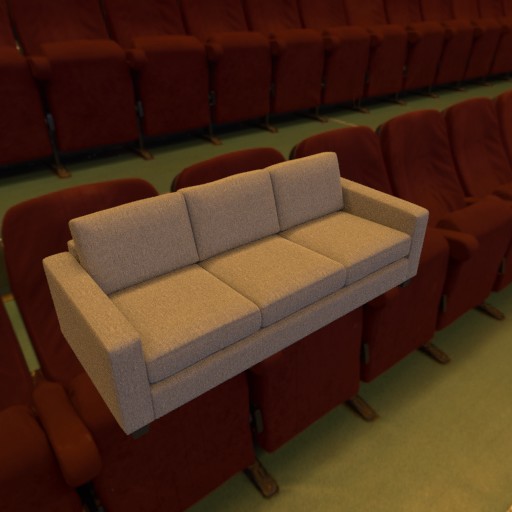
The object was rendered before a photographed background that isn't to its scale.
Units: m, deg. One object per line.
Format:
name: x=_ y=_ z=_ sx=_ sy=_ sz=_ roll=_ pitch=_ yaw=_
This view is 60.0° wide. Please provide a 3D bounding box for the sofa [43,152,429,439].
sofa: x=0.000 y=0.000 z=2.614 sx=2.120 sy=0.800 sz=0.900 roll=-21 pitch=36 yaw=-32
